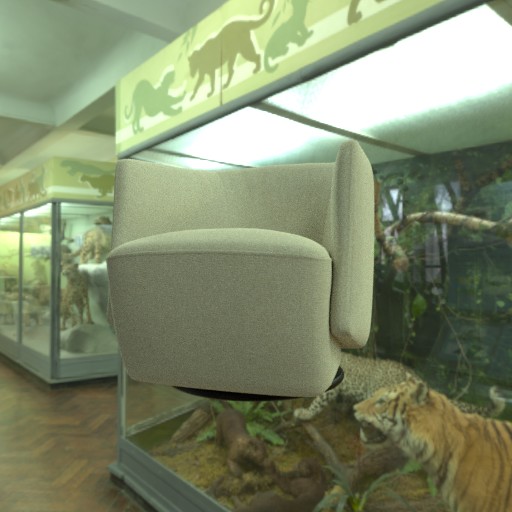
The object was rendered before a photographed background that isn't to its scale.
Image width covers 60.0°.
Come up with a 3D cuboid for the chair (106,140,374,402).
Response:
[{"bbox_3d":[0.000,0.000,1.626,0.822,0.861,0.986,0,-1,18],"label":"chair"}]
